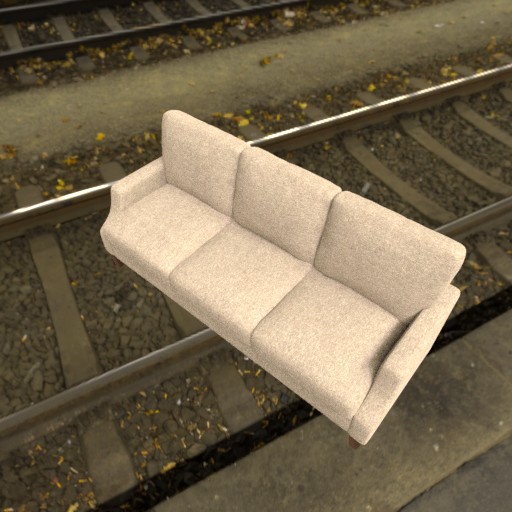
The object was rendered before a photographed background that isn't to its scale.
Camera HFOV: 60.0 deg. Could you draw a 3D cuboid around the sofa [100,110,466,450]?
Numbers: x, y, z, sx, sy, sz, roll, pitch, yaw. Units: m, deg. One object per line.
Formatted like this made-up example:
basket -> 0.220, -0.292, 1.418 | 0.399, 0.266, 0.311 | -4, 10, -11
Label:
sofa -> 0.000, 0.000, 2.646 | 2.115, 0.984, 0.888 | 32, 54, 27
